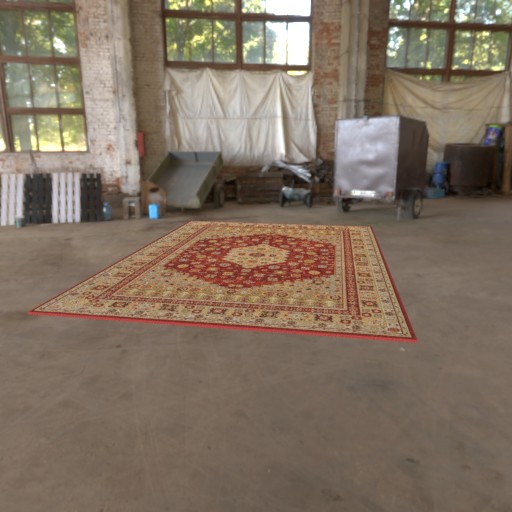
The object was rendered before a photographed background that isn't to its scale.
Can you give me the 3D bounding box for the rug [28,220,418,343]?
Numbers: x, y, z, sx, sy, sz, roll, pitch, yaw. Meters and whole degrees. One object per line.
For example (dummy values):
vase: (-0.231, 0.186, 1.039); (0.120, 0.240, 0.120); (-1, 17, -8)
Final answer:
rug: (0.000, 0.000, 2.811); (1.593, 0.013, 2.211); (3, 15, 10)
